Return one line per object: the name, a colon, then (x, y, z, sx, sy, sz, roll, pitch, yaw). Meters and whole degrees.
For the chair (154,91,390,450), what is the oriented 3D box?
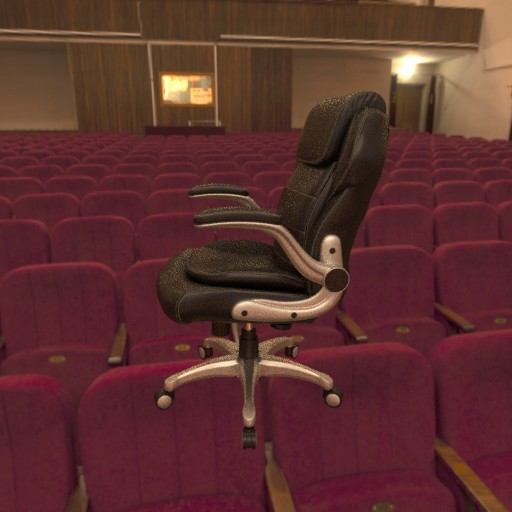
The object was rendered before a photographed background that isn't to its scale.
chair: (0.000, 0.000, 1.650, 0.801, 1.141, 0.724, -3, 15, -9)
